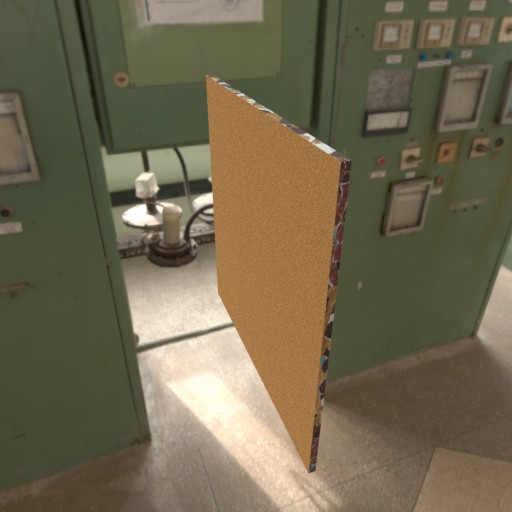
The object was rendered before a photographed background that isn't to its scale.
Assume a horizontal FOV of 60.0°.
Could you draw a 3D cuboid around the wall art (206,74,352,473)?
[{"bbox_3d":[0.000,0.000,0.612,0.010,0.406,0.404,-11,33,-17],"label":"wall art"}]
